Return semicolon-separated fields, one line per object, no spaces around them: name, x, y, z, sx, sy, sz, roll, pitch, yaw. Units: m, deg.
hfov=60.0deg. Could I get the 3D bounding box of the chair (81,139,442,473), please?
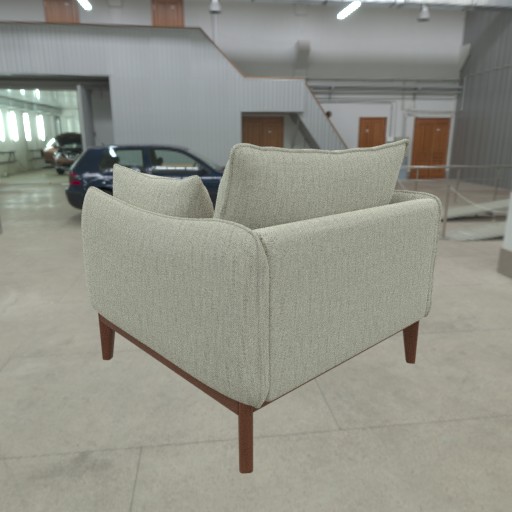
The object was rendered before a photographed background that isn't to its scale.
chair;0.000;0.000;1.673;0.994;0.855;0.991;-13;20;-41
